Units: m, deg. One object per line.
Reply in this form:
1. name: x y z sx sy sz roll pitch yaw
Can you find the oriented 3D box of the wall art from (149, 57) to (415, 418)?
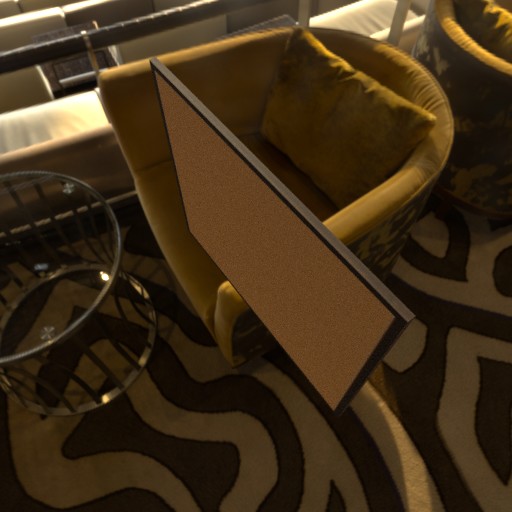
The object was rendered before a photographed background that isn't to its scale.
1. wall art: 0.000 0.000 1.462 0.023 0.875 1.033 -32 64 -18
